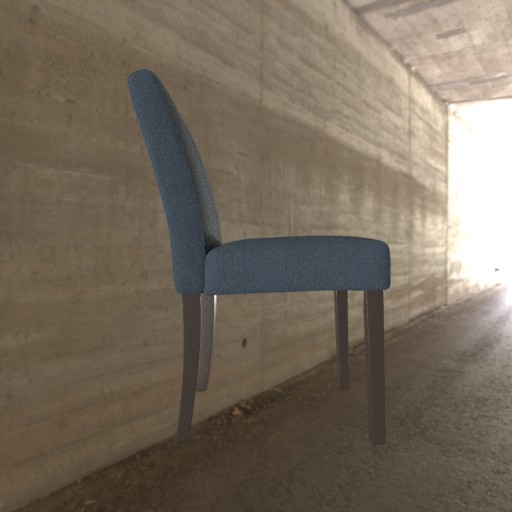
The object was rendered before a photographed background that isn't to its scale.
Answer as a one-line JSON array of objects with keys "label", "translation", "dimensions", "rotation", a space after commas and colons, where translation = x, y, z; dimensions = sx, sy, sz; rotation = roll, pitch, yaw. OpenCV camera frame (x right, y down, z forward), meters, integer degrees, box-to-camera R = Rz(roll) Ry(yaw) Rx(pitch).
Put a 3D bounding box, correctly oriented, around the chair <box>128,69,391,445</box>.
[{"label": "chair", "translation": [0.000, 0.000, 1.249], "dimensions": [0.629, 0.882, 0.487], "rotation": [0, 0, 0]}]
